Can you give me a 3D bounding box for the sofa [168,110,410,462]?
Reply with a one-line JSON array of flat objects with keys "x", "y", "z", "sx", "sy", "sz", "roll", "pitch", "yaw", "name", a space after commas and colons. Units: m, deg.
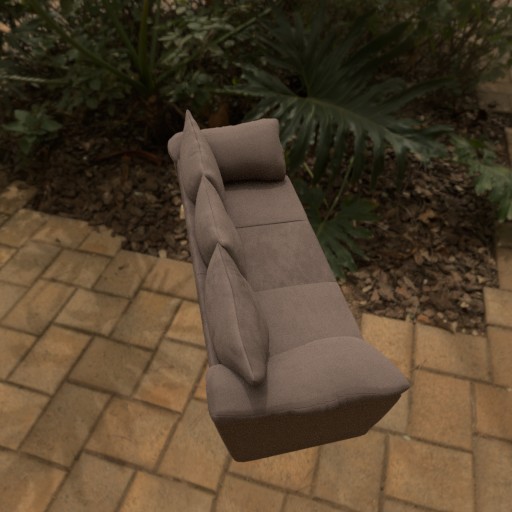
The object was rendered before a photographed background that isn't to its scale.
[{"x": 0.000, "y": 0.000, "z": 2.812, "sx": 0.893, "sy": 0.981, "sz": 2.377, "roll": -9, "pitch": 46, "yaw": -9, "name": "sofa"}]
